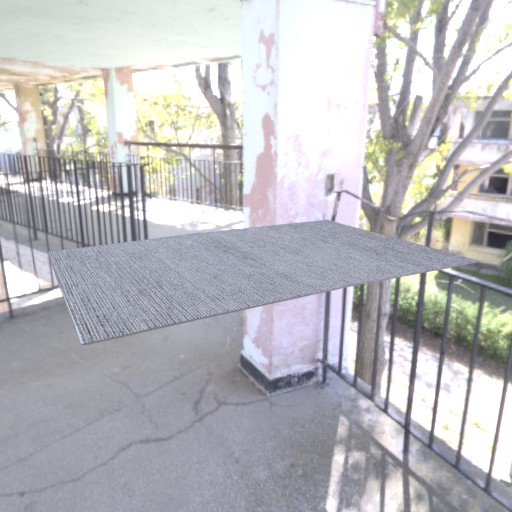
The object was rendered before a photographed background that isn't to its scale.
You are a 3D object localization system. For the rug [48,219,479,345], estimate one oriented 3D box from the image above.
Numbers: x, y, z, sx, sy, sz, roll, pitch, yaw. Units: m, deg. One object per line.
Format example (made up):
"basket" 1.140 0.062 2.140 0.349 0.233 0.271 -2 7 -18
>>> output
"rug" 0.000 0.000 2.178 1.789 0.021 1.159 -8 18 -27
